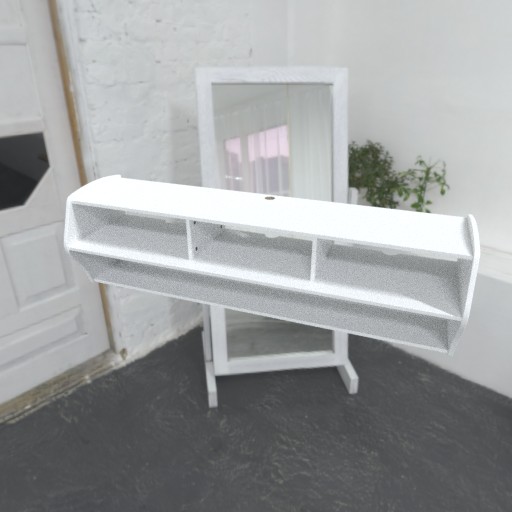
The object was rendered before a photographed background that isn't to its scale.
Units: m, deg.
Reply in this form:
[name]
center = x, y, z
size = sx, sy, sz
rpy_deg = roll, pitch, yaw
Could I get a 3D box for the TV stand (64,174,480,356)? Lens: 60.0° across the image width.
[TV stand]
center = 0.000, 0.000, 1.700
size = 1.473, 0.424, 0.397
rpy_deg = 9, 28, 18
